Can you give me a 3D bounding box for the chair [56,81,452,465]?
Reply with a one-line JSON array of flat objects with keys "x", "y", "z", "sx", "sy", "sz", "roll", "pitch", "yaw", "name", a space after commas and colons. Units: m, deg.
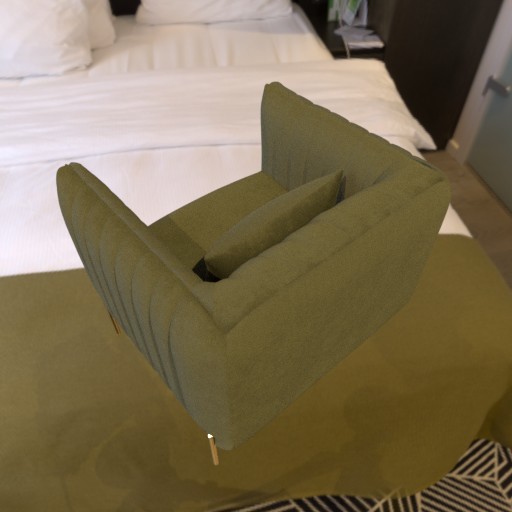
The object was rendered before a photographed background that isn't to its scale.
[{"x": 0.000, "y": 0.000, "z": 1.641, "sx": 1.032, "sy": 0.794, "sz": 0.877, "roll": -32, "pitch": 54, "yaw": -27, "name": "chair"}]
